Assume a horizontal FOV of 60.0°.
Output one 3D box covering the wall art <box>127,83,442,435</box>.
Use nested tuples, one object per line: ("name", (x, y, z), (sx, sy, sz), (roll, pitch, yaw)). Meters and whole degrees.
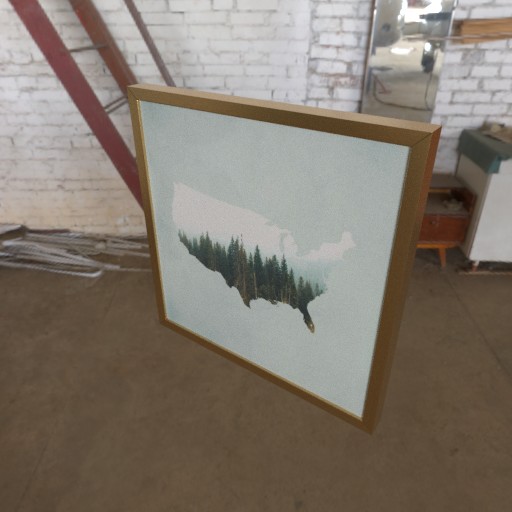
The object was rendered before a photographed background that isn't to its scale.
("wall art", (0.000, 0.000, 0.761), (0.509, 0.509, 0.040), (20, 36, 30))
